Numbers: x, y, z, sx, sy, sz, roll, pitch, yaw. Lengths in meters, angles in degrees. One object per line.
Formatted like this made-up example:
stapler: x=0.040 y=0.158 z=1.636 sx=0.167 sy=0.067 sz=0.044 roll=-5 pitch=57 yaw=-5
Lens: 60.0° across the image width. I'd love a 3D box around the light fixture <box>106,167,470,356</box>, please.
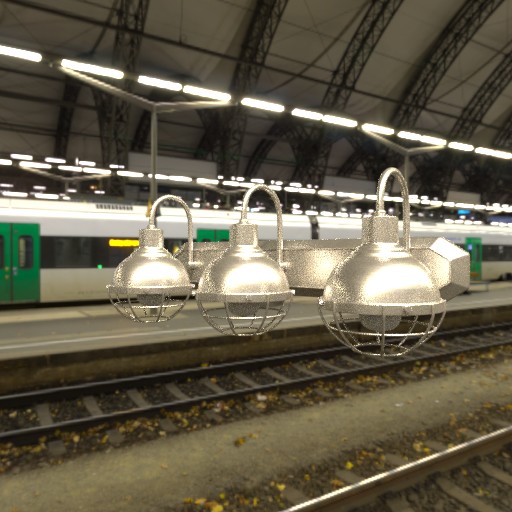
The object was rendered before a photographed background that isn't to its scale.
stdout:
light fixture: x=0.000 y=0.000 z=0.766 sx=0.634 sy=0.254 sz=0.229 roll=0 pitch=0 yaw=37
